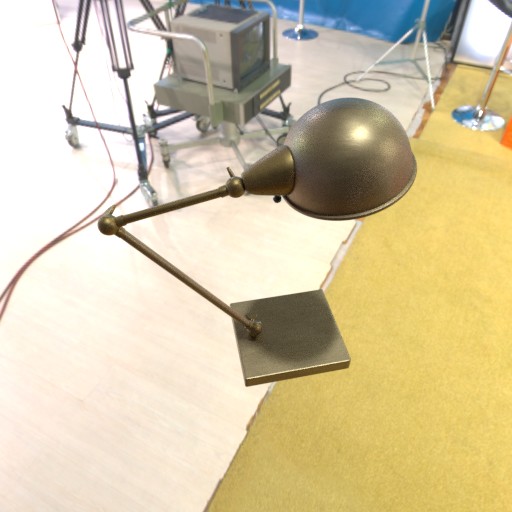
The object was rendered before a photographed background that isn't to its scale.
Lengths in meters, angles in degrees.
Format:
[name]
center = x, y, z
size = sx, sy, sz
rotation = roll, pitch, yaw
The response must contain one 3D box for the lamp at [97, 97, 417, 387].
[lamp]
center = 0.000, 0.000, 0.544
size = 0.339, 0.371, 0.149
rotation = -8, 45, -8
